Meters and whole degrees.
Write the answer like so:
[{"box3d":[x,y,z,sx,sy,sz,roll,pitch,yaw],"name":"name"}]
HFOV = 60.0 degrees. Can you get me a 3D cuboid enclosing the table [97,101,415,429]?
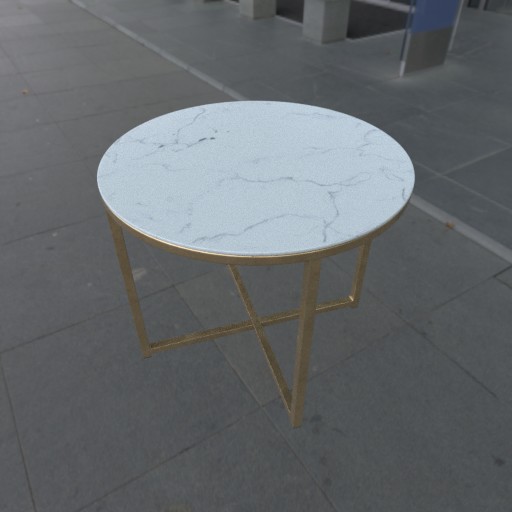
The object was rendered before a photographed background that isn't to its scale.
[{"box3d":[0.000,0.000,0.856,0.500,0.420,0.500,0,39,0],"name":"table"}]
